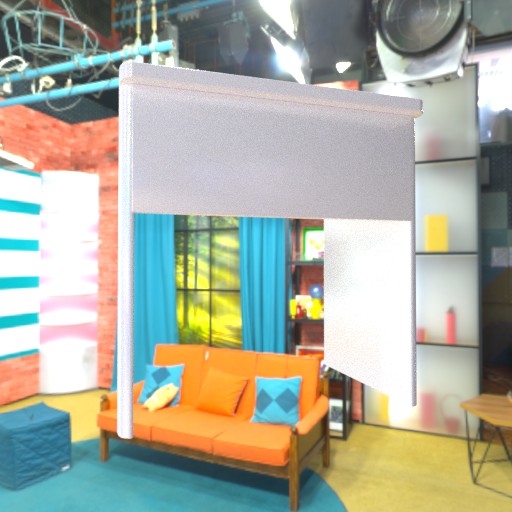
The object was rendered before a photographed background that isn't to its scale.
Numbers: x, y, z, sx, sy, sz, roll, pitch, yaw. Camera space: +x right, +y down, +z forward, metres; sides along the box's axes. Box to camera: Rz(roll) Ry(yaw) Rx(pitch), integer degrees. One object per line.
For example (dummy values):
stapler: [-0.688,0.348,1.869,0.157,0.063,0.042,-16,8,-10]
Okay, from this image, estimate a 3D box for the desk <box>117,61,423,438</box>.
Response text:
desk: [0.000,0.000,1.284,0.762,0.800,0.549,0,-1,-17]
